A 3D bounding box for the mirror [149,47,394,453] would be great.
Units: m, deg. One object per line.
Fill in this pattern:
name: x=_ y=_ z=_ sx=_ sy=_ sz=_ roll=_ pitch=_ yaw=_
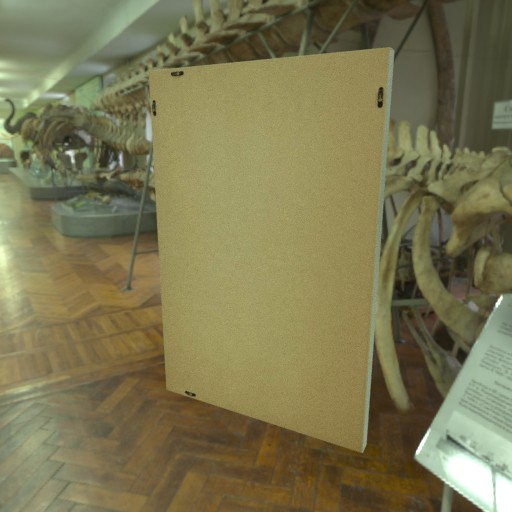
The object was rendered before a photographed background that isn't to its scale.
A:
mirror: x=0.000 y=0.000 z=1.124 sx=0.609 sy=0.915 sz=0.041 roll=8 pitch=16 yaw=27
